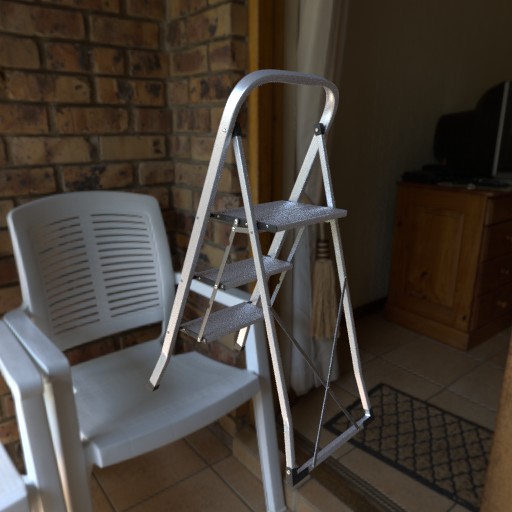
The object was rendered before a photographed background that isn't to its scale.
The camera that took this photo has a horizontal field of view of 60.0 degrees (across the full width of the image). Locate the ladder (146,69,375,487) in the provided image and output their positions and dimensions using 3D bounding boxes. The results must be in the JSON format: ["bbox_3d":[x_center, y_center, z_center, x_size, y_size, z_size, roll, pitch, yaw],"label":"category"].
[{"bbox_3d":[0.000,0.000,1.417,0.465,1.070,0.704,-15,22,-42],"label":"ladder"}]
